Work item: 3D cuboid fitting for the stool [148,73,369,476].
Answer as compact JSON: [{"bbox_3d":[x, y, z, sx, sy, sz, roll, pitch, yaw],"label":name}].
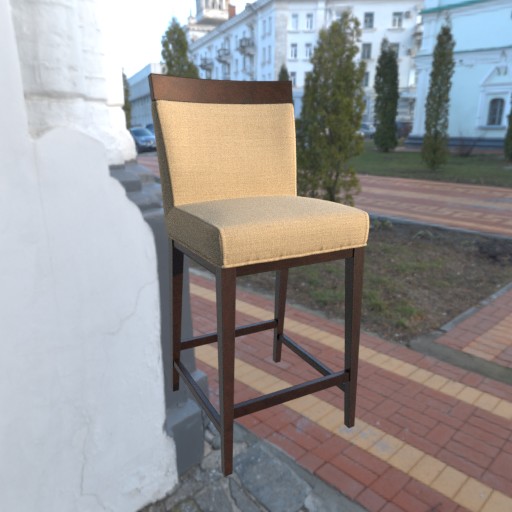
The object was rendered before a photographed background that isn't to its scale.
[{"bbox_3d":[0.000,0.000,1.438,0.511,1.117,0.531,-9,18,-27],"label":"stool"}]
